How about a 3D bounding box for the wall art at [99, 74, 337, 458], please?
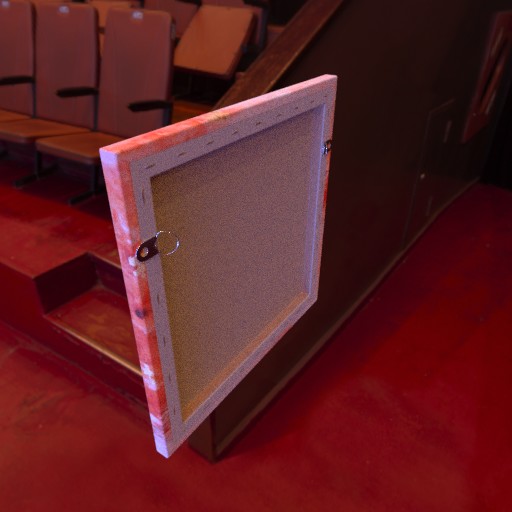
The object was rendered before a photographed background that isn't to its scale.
[{"bbox_3d":[0.000,0.000,1.112,0.064,0.746,0.747,20,37,29],"label":"wall art"}]
